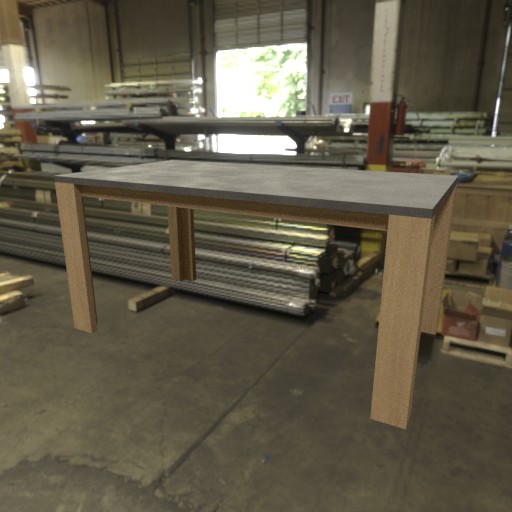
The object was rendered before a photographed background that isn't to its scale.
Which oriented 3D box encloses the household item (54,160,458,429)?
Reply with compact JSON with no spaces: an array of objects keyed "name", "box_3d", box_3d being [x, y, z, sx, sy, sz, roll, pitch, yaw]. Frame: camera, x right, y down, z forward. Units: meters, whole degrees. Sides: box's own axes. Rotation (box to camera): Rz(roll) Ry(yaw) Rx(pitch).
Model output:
[{"name":"household item","box_3d":[0.000,0.000,2.099,1.600,0.755,0.850,9,20,27]}]
